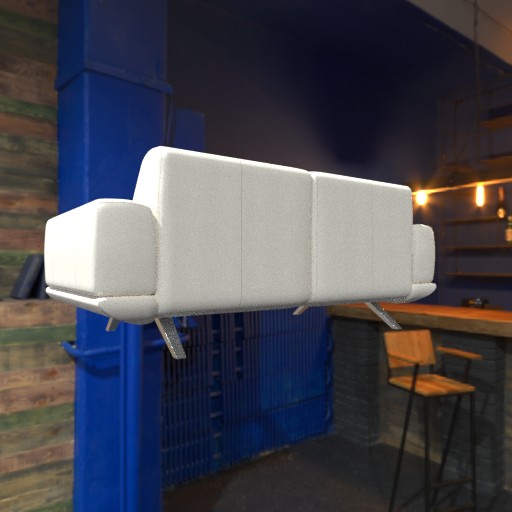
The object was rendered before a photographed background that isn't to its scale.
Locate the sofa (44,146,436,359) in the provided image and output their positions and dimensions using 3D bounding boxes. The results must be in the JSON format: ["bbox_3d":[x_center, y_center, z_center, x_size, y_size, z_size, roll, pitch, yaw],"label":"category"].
[{"bbox_3d":[0.000,0.000,2.326,1.901,0.772,0.900,1,-1,-35],"label":"sofa"}]
